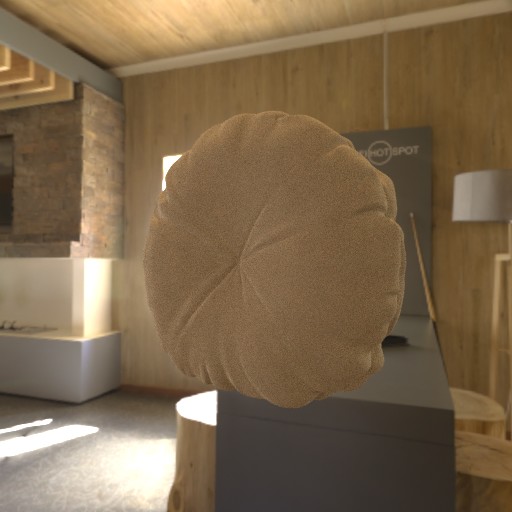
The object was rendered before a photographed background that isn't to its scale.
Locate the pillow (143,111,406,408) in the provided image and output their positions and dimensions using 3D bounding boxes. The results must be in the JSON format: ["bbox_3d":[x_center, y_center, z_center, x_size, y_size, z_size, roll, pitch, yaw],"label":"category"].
[{"bbox_3d":[0.000,0.000,0.646,0.428,0.407,0.148,0,-1,35],"label":"pillow"}]
